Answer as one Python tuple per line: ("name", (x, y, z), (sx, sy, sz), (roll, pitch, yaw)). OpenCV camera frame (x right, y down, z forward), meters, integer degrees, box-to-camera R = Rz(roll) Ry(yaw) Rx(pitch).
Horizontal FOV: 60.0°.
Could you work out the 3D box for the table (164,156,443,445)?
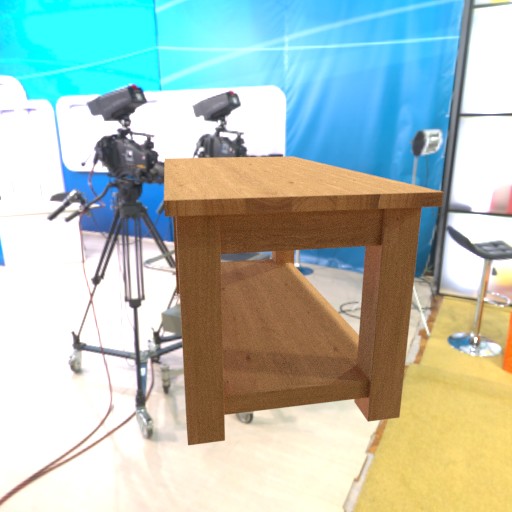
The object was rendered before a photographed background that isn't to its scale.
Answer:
("table", (0.000, 0.000, 1.171), (0.450, 0.452, 0.899), (-3, 17, -11))
